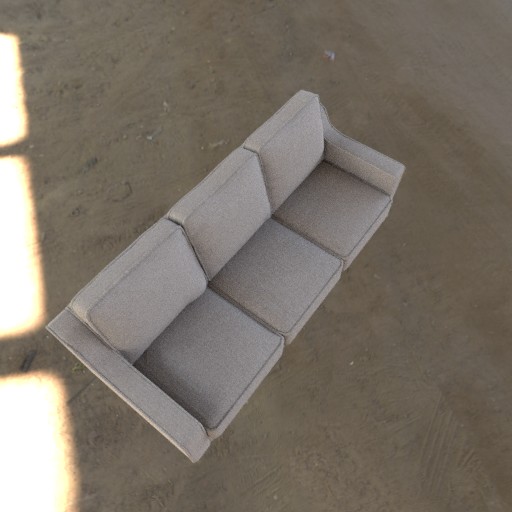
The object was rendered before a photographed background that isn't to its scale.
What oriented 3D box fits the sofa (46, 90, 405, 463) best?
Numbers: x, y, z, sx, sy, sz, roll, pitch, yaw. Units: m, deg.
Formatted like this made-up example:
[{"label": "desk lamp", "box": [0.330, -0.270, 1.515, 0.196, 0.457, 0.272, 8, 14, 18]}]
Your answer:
[{"label": "sofa", "box": [0.000, 0.000, 2.642, 0.899, 0.950, 2.129, 33, 64, 19]}]
